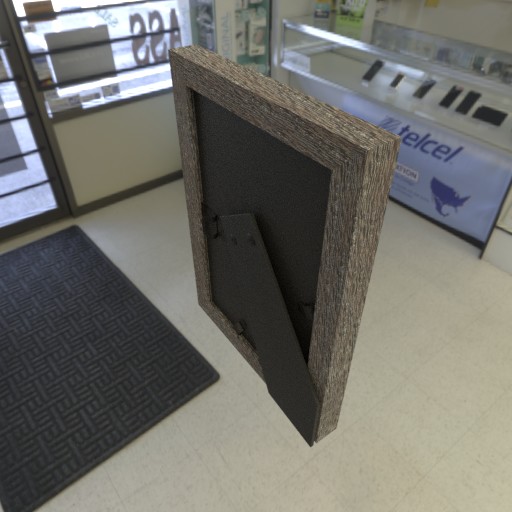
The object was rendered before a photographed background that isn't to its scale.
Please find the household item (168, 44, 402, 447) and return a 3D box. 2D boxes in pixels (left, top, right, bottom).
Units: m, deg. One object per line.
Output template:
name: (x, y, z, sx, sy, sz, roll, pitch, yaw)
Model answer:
household item: (0.000, 0.000, 0.237, 0.020, 0.180, 0.133, -25, 46, -27)
